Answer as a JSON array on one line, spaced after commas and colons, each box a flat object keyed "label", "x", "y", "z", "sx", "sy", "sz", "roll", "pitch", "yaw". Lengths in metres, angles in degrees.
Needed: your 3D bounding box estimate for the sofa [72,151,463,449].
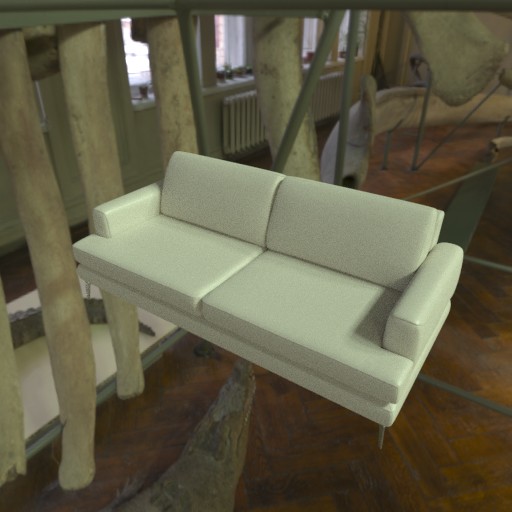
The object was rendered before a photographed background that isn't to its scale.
[{"label": "sofa", "x": 0.000, "y": 0.000, "z": 2.411, "sx": 1.940, "sy": 0.765, "sz": 0.974, "roll": 19, "pitch": 35, "yaw": 29}]
